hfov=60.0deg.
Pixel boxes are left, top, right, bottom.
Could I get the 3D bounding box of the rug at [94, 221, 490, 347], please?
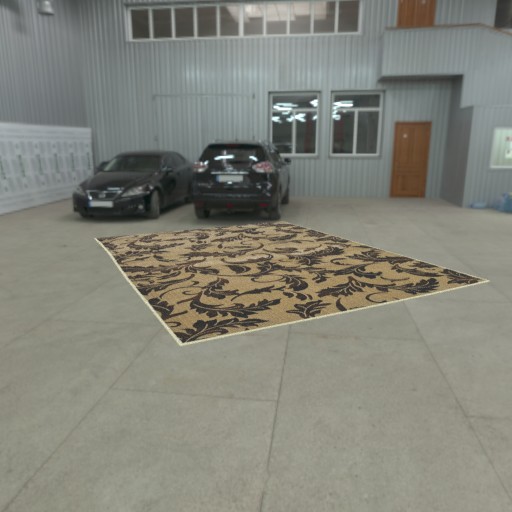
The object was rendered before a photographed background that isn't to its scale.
[{"bbox_3d":[0.000,0.000,4.004,2.380,0.008,2.977,-7,16,-27],"label":"rug"}]
